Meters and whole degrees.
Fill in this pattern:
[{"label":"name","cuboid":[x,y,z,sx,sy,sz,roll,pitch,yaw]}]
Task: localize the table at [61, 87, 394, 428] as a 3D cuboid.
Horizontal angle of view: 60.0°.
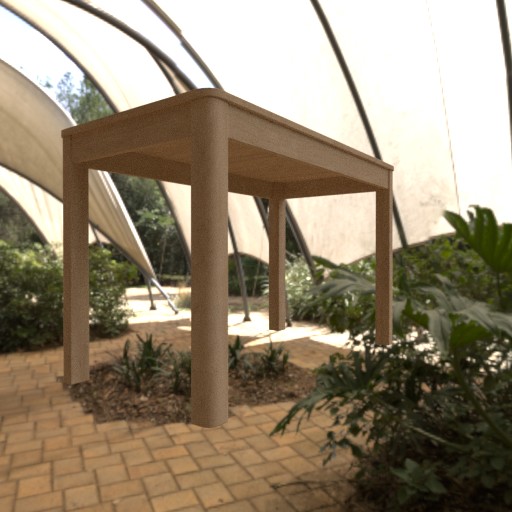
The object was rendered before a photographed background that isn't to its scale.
[{"label":"table","cuboid":[0.000,0.000,1.932,0.750,0.900,1.400,0,1,37]}]
